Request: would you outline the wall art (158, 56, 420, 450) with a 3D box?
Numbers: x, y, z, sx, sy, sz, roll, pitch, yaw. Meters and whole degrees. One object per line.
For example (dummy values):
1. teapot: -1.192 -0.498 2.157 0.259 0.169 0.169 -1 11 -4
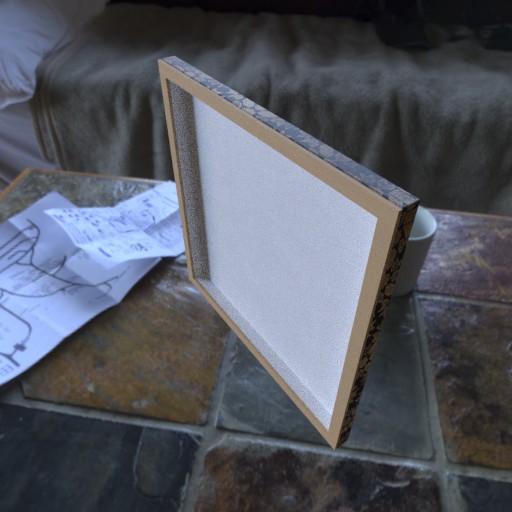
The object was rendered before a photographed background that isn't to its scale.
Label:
1. wall art: 0.000 0.000 0.899 0.038 0.612 0.612 -26 48 -25
